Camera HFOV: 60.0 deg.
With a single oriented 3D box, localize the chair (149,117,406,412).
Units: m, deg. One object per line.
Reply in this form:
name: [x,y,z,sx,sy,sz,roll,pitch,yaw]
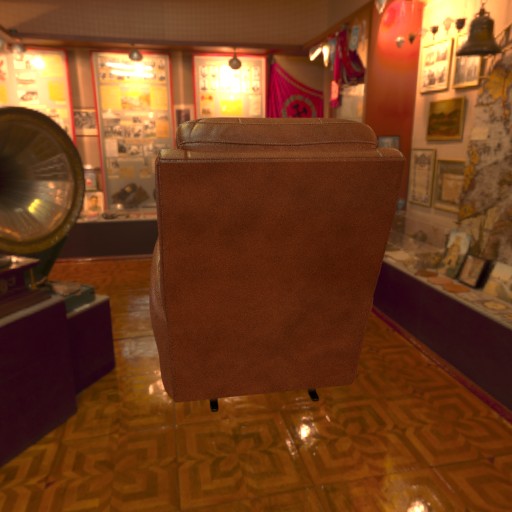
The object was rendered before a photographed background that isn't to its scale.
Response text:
chair: [0.000,0.000,1.765,0.821,1.016,1.072,-3,15,-10]
